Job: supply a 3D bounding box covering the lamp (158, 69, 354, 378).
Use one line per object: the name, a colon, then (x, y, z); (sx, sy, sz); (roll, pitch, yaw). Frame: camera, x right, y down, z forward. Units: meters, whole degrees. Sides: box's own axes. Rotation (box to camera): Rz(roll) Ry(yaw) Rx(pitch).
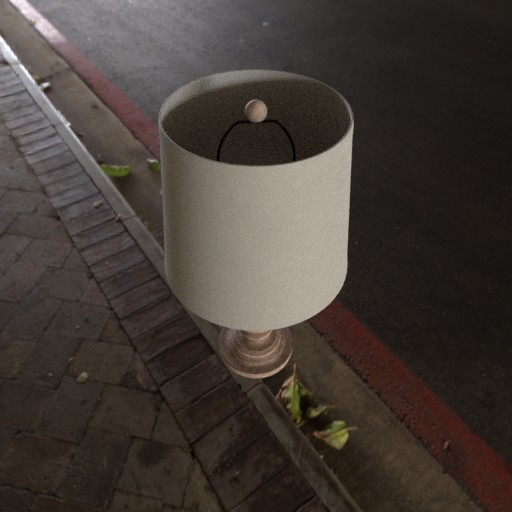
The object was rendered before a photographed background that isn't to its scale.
lamp: (0.000, 0.000, 0.670); (0.273, 0.497, 0.273); (0, 46, 0)
